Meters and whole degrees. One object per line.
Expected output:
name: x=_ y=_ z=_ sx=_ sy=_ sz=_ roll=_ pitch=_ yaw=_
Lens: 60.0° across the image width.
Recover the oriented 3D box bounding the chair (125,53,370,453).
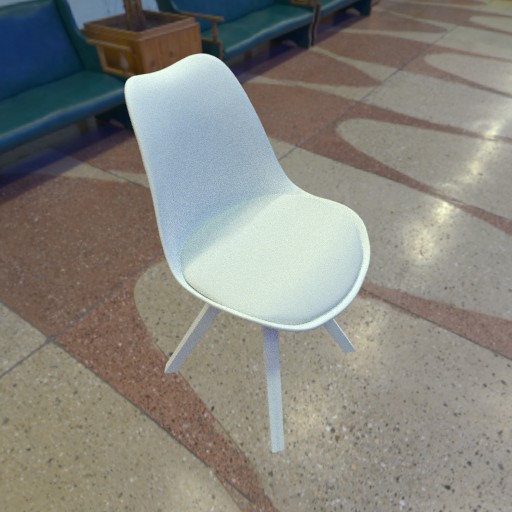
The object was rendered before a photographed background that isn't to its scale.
chair: x=0.000 y=0.000 z=1.143 sx=0.550 sy=0.850 sz=0.485 roll=27 pitch=48 yaw=27
